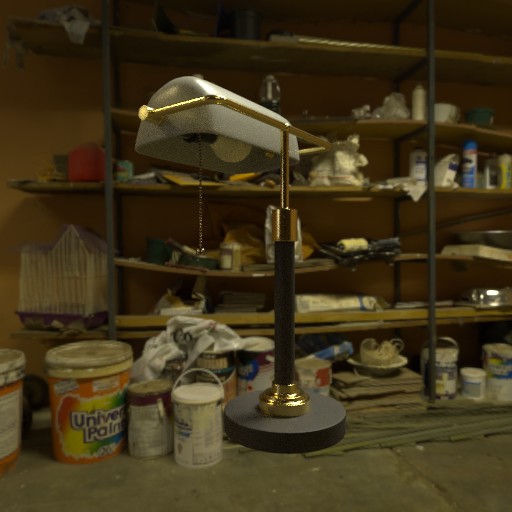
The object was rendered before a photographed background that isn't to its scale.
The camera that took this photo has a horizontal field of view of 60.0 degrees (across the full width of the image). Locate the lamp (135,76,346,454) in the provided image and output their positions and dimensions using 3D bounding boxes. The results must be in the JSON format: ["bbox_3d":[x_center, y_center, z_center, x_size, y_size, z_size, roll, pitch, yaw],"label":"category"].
[{"bbox_3d":[0.000,0.000,0.547,0.227,0.404,0.269,1,1,36],"label":"lamp"}]
